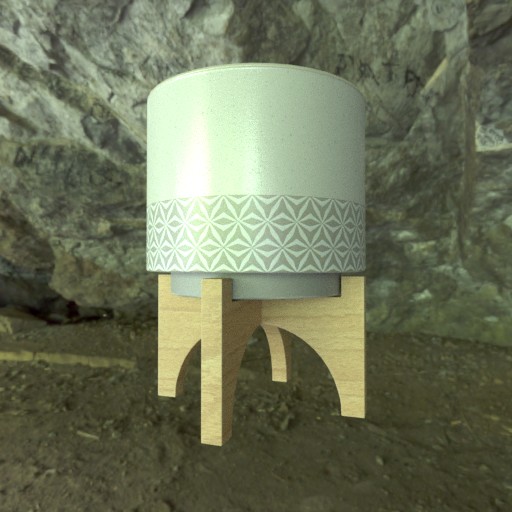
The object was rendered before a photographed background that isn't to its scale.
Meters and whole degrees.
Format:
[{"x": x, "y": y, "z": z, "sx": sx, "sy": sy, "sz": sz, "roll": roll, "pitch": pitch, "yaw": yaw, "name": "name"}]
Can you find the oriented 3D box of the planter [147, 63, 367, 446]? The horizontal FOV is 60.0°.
[{"x": 0.000, "y": 0.000, "z": 0.392, "sx": 0.188, "sy": 0.260, "sz": 0.188, "roll": 0, "pitch": -1, "yaw": 0, "name": "planter"}]
